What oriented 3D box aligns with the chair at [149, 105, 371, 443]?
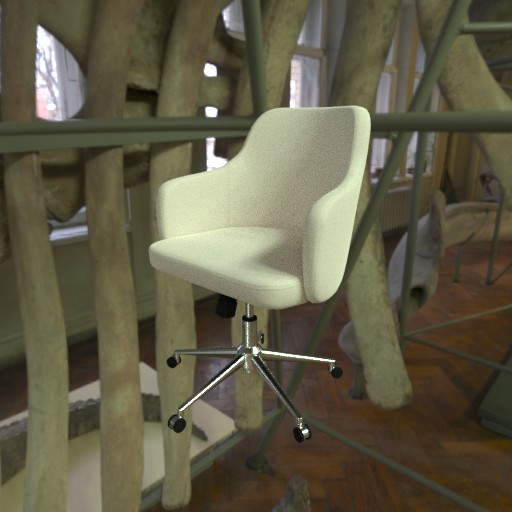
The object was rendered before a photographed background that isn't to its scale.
[{"bbox_3d":[0.000,0.000,1.262,0.602,0.819,0.647,15,22,41],"label":"chair"}]
